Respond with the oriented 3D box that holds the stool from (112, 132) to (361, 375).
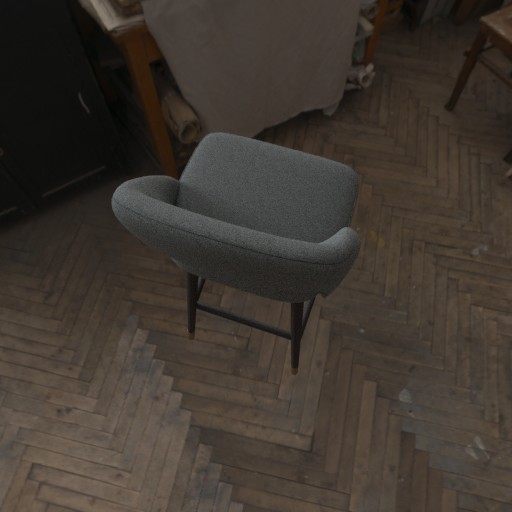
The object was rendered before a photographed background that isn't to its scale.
[{"bbox_3d":[0.000,0.000,1.340,0.536,1.089,0.524,17,65,8],"label":"stool"}]
